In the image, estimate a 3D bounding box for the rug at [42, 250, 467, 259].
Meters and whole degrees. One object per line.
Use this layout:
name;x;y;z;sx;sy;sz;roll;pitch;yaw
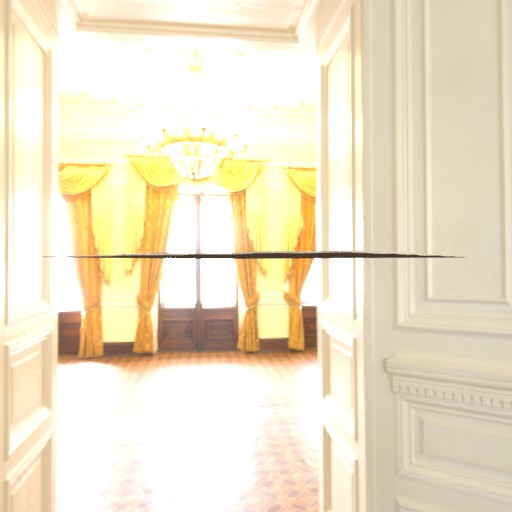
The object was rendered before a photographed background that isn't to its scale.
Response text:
rug;0.000;0.000;3.244;2.455;0.025;1.964;-1;-1;38
